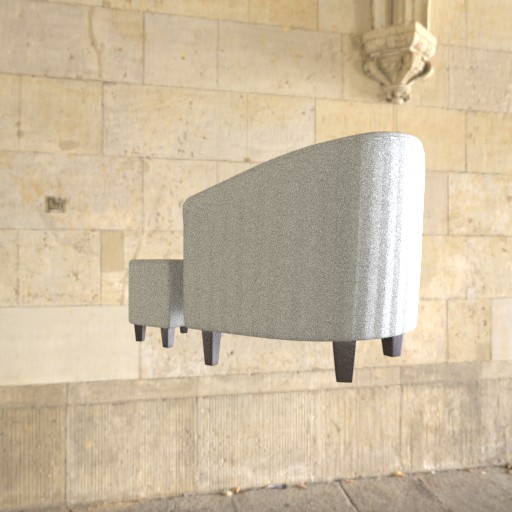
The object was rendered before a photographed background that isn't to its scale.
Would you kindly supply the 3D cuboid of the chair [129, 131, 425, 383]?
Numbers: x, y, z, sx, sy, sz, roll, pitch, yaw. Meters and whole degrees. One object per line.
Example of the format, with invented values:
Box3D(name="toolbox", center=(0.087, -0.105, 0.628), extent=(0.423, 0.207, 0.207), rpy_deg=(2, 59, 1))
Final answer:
Box3D(name="chair", center=(0.000, 0.000, 1.784), extent=(1.288, 0.757, 0.756), rpy_deg=(0, -1, 36))
